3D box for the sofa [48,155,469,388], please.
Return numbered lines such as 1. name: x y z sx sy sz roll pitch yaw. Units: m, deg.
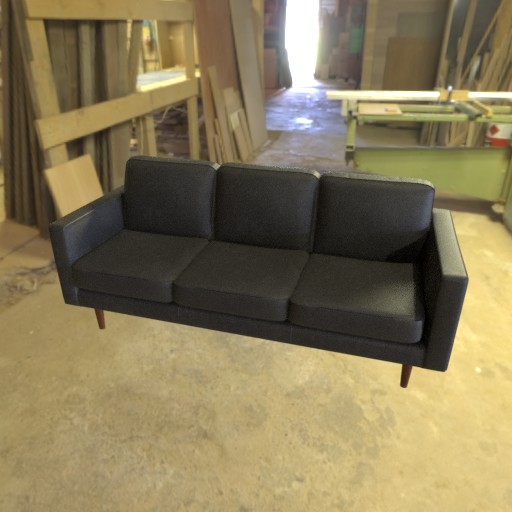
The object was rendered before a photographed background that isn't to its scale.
1. sofa: 0.000 0.000 2.479 2.029 0.899 0.879 7 27 15
